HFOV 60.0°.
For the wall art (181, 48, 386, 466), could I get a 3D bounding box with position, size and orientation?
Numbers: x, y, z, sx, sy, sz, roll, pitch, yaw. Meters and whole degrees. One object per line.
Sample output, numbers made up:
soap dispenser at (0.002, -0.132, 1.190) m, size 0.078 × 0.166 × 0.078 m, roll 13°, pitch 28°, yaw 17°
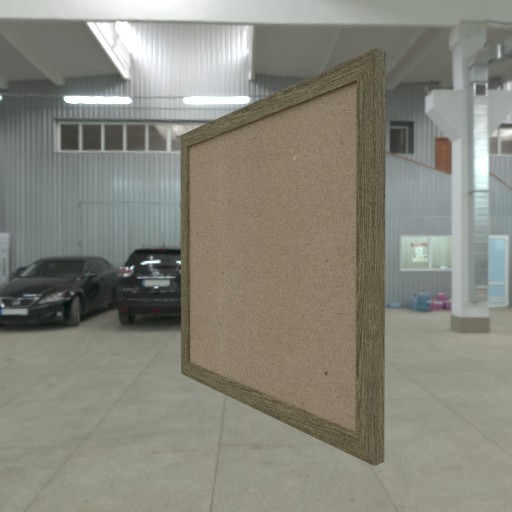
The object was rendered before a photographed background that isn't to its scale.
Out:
wall art at (0.000, 0.000, 0.746) m, size 0.019 × 0.508 × 0.508 m, roll -1°, pitch 1°, yaw -37°
